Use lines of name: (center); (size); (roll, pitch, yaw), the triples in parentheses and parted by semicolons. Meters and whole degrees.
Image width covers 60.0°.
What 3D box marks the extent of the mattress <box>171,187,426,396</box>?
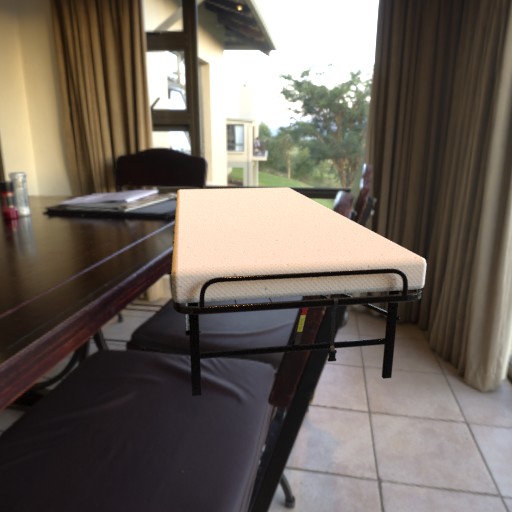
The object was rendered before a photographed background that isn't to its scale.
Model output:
mattress: (0.000, 0.000, 2.532); (0.922, 0.519, 2.153); (-3, 16, -9)
